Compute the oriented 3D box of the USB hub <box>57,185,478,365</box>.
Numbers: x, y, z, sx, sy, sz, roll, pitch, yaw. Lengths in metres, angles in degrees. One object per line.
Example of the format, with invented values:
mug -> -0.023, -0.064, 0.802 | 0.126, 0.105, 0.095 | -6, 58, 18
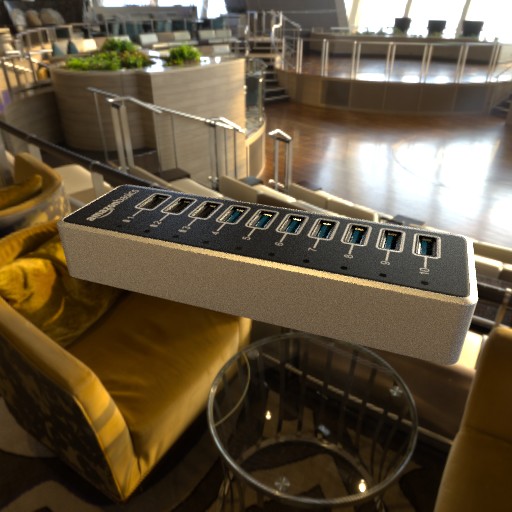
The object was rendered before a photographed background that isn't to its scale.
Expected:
USB hub -> 0.000, 0.000, 0.165 | 0.145, 0.023, 0.044 | 11, 32, 18
